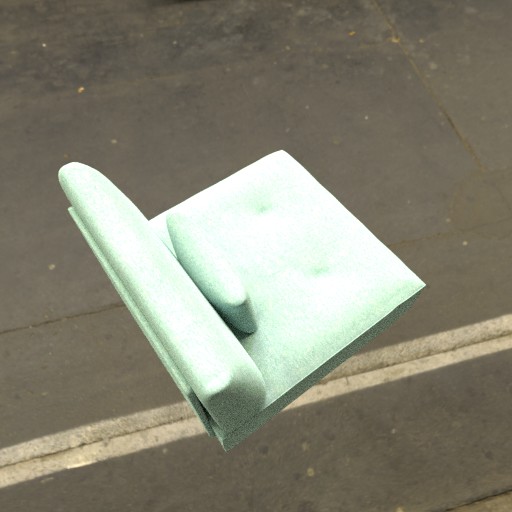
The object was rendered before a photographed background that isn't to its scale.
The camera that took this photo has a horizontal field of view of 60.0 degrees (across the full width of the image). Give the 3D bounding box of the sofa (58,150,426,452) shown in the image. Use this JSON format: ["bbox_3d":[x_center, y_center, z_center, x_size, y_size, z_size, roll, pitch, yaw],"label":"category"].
[{"bbox_3d":[0.000,0.000,1.712,1.000,0.820,0.930,-32,64,-18],"label":"sofa"}]
